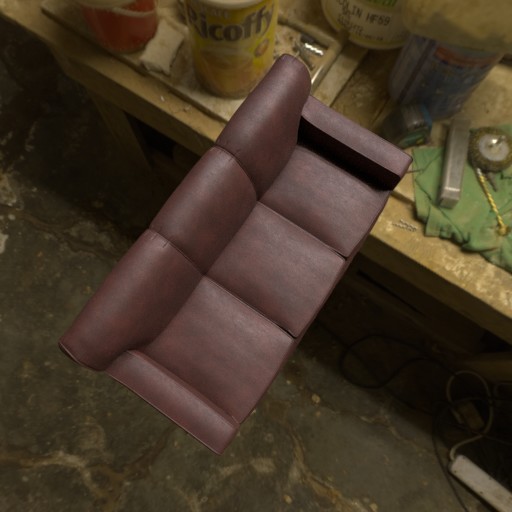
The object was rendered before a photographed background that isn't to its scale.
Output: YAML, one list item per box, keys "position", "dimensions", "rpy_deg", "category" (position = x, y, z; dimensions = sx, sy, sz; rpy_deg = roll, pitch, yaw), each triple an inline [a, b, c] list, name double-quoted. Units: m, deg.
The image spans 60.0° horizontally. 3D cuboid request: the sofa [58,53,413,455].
- position: [0.000, 0.000, 2.661]
  dimensions: [1.008, 0.953, 2.039]
  rpy_deg: [33, 78, 8]
  category: "sofa"
